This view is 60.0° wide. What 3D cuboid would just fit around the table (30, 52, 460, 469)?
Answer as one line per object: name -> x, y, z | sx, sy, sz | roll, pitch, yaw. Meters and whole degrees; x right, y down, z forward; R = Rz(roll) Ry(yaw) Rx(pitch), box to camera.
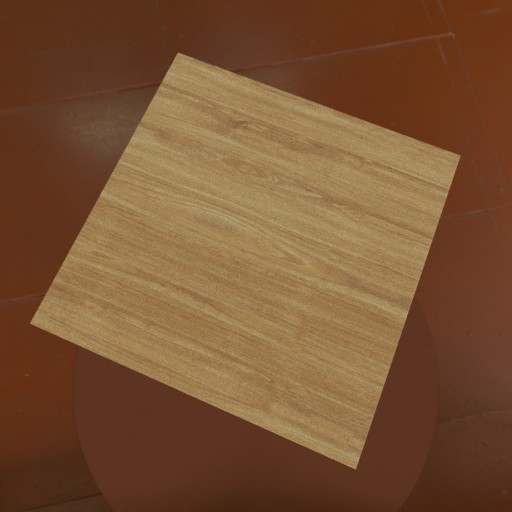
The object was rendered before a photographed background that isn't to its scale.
table -> 0.000, 0.000, 1.433 | 0.900, 0.450, 0.900 | 22, 76, 6
